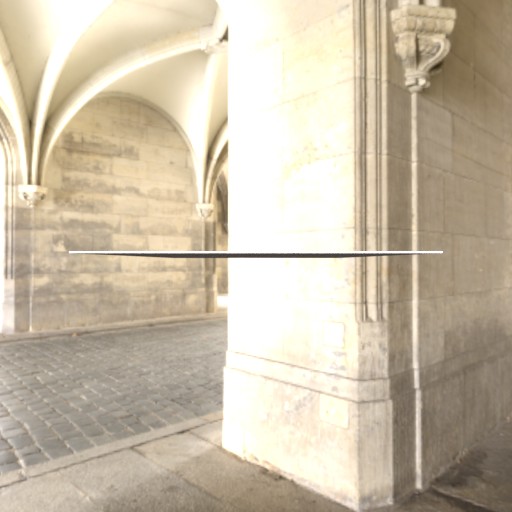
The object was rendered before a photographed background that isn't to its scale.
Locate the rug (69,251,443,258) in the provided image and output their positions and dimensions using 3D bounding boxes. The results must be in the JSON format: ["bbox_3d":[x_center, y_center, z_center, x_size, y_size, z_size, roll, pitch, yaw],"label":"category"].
[{"bbox_3d":[0.000,0.000,2.321,1.202,0.006,1.813,0,-1,0],"label":"rug"}]
